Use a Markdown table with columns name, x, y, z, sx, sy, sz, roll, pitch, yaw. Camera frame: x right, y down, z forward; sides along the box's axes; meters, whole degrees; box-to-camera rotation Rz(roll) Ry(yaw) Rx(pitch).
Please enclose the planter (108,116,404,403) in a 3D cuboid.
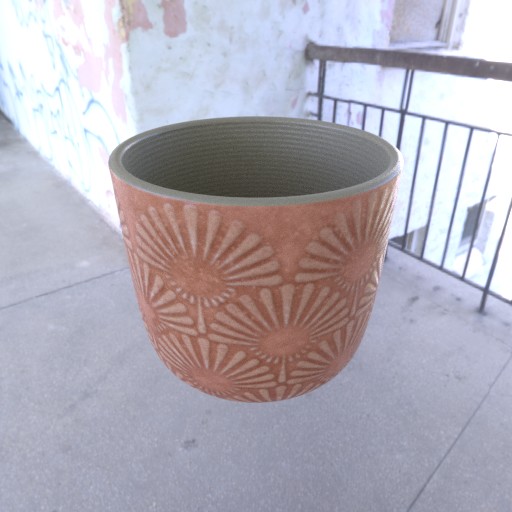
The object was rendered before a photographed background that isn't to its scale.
| name | x | y | z | sx | sy | sz | roll | pitch | yaw |
| --- | --- | --- | --- | --- | --- | --- | --- | --- | --- |
| planter | 0.000 | 0.000 | 0.219 | 0.124 | 0.109 | 0.124 | 0 | 30 | 0 |
